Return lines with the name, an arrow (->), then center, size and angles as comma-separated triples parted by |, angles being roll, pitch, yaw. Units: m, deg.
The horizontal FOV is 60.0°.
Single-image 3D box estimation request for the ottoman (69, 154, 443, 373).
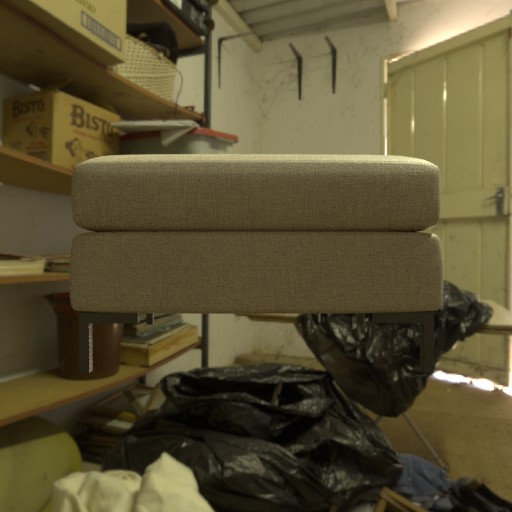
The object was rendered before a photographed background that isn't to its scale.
ottoman -> 0.000, 0.000, 1.253 | 0.820, 0.490, 0.671 | 0, 1, 0
